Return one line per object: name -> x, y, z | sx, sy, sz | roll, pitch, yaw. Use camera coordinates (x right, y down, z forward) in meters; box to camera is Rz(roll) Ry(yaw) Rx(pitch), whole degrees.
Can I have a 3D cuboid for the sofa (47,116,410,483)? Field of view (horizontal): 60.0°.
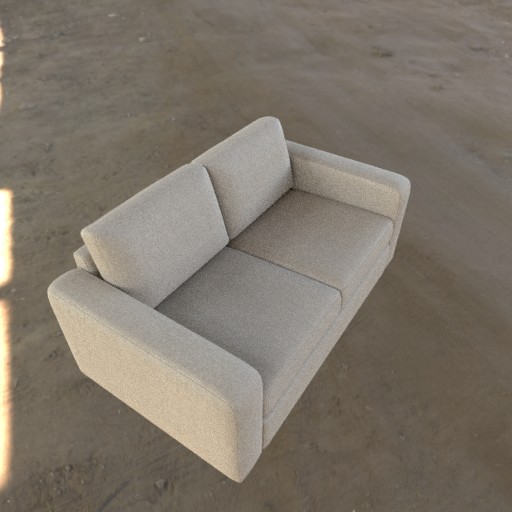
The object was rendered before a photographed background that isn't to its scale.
sofa -> 0.000, 0.000, 2.041 | 0.900, 0.800, 1.540 | 24, 46, 25
